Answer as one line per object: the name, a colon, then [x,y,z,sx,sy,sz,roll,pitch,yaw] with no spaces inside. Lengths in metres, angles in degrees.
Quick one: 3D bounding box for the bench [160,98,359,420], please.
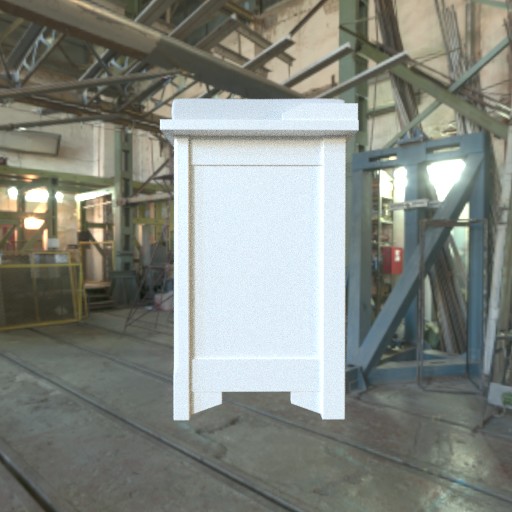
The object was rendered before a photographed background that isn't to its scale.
bench: [0.000,0.000,1.270,0.346,0.589,0.987,0,1,-1]
